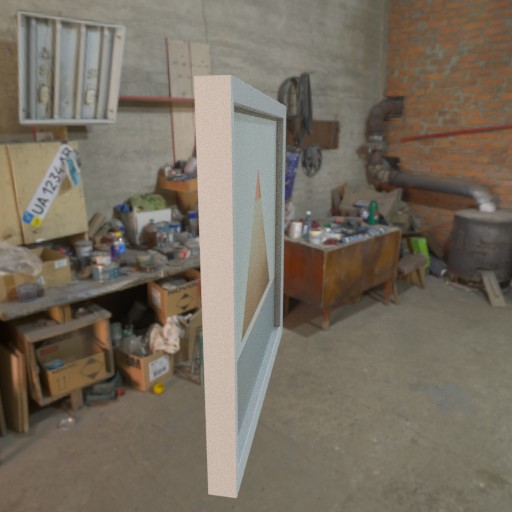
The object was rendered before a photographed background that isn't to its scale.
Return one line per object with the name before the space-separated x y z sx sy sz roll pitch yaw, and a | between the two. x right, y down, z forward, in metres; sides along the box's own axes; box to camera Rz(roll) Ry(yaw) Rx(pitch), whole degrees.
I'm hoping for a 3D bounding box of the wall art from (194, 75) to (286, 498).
wall art | 0.000 0.000 1.900 0.098 1.291 1.289 3 15 10
